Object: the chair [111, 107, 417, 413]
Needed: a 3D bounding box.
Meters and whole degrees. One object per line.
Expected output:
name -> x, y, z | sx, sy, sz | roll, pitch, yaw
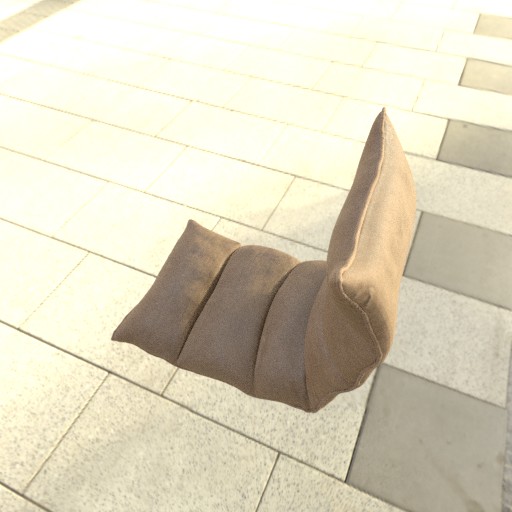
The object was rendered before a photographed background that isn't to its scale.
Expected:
chair -> 0.000, 0.000, 1.552 | 0.985, 0.892, 0.714 | 17, 51, 14
